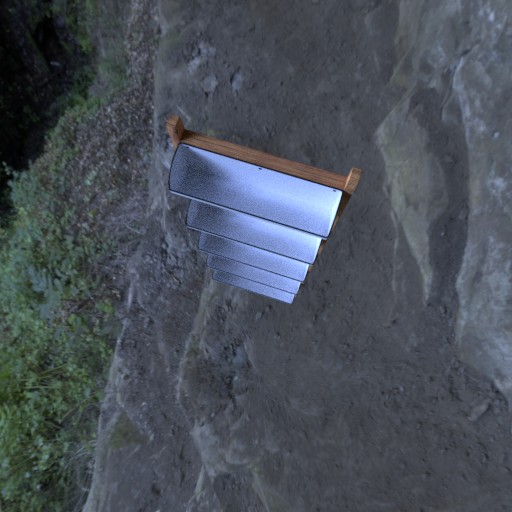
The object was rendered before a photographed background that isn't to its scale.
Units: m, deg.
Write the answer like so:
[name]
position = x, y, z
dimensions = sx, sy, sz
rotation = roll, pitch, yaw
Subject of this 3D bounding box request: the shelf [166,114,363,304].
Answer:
[shelf]
position = 0.000, 0.000, 1.755
dimensions = 0.454, 1.600, 0.141
rotation = 17, 76, 4
